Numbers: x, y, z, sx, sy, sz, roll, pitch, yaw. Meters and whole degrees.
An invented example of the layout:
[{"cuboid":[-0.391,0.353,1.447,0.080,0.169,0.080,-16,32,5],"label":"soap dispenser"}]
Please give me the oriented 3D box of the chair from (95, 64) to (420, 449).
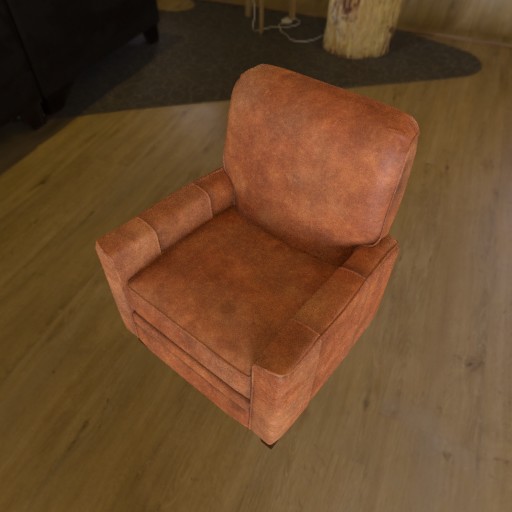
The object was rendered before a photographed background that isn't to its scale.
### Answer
[{"cuboid":[0.000,0.000,1.655,0.843,1.043,0.836,31,54,26],"label":"chair"}]
